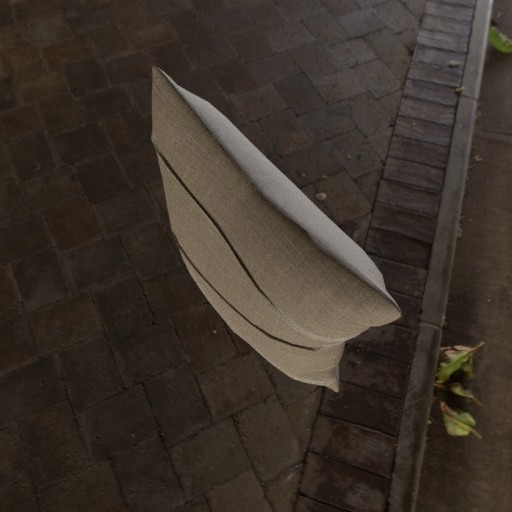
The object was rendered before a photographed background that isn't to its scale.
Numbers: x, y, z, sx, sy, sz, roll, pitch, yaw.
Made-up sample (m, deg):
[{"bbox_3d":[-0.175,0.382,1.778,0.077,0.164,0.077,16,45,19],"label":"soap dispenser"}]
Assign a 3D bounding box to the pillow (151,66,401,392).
[{"bbox_3d":[0.000,0.000,0.646,0.169,0.400,0.424,-36,69,-16],"label":"pillow"}]
